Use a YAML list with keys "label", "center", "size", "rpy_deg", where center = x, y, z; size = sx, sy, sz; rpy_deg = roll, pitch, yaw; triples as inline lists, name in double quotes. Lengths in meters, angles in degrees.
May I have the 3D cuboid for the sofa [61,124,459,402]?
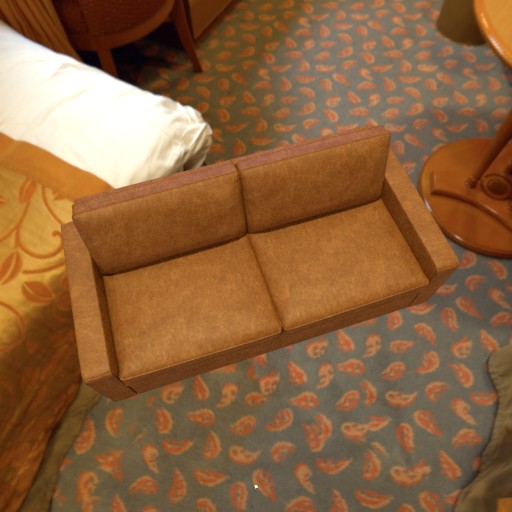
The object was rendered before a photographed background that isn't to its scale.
- label: "sofa"
  center: [0.000, 0.000, 2.652]
  size: [2.156, 0.928, 0.991]
  rpy_deg: [-16, 64, -8]
